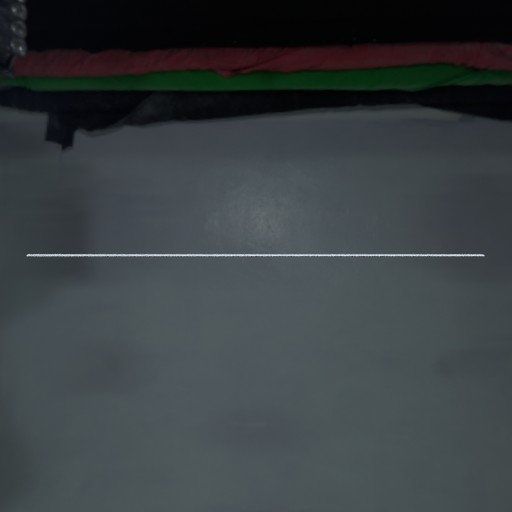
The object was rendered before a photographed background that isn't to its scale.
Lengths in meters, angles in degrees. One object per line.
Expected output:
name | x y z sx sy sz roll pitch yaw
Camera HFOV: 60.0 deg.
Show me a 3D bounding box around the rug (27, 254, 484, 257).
rug | 0.000 0.000 2.544 2.294 0.011 0.666 0 0 -1
